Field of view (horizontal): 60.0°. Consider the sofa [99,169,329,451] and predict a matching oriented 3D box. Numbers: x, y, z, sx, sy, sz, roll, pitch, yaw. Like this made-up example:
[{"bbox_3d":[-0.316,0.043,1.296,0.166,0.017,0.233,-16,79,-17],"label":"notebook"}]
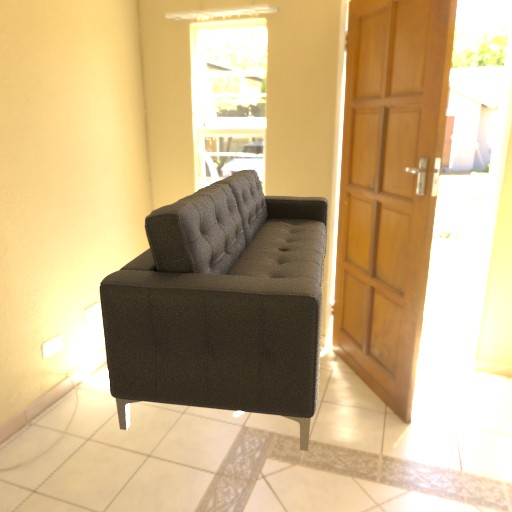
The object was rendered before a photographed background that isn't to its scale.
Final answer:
[{"bbox_3d":[0.000,0.000,2.677,0.833,0.893,2.275,3,16,9],"label":"sofa"}]
